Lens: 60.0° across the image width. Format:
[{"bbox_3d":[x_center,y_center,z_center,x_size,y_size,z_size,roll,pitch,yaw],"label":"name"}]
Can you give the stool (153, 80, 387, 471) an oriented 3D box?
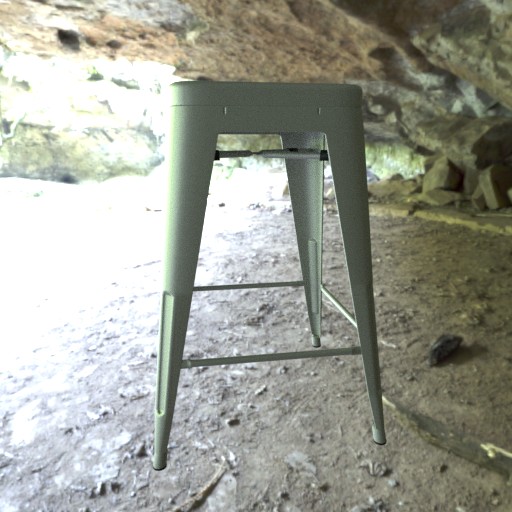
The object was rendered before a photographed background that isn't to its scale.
[{"bbox_3d":[0.000,0.000,0.873,0.410,0.608,0.410,-2,15,-9],"label":"stool"}]
